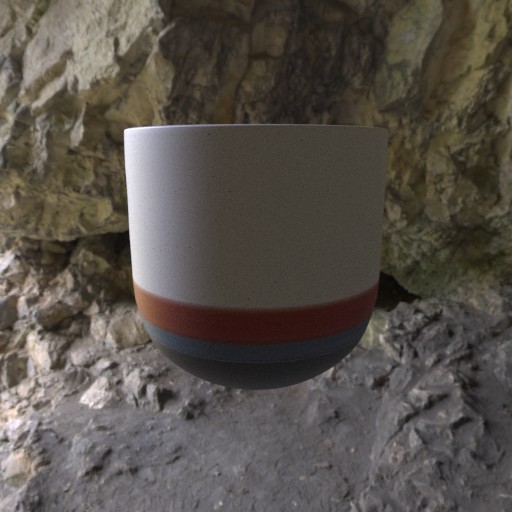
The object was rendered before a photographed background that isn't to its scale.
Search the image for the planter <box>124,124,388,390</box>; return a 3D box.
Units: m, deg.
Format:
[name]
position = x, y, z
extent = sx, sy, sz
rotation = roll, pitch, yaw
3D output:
[planter]
position = 0.000, 0.000, 0.496
extent = 0.268, 0.270, 0.268
rotation = 0, 14, 0
